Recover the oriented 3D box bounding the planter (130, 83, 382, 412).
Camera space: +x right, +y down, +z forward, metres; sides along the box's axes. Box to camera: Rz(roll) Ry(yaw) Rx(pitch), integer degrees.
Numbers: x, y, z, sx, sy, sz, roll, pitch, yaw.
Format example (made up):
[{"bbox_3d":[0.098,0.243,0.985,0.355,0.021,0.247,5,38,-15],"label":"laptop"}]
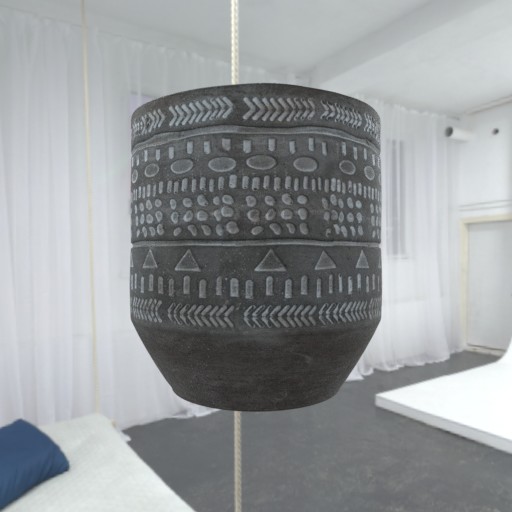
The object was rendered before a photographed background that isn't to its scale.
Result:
[{"bbox_3d":[0.000,0.000,0.260,0.142,0.149,0.142,0,0,0],"label":"planter"}]
